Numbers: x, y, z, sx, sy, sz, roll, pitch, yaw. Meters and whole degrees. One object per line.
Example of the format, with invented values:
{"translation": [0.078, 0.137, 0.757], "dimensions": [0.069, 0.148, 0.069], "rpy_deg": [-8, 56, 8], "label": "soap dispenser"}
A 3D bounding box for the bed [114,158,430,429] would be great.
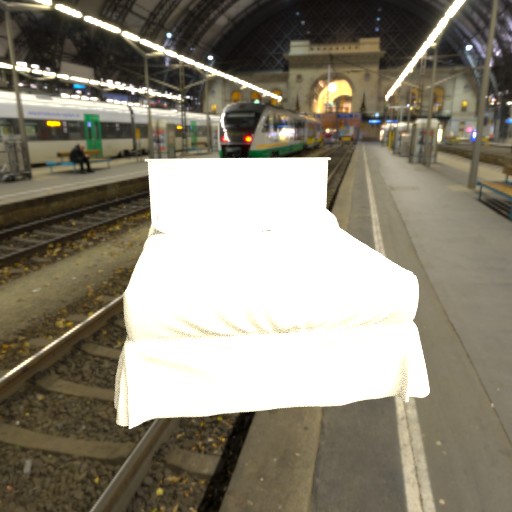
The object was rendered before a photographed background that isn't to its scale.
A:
{"translation": [0.000, 0.000, 3.194], "dimensions": [1.876, 1.269, 2.047], "rpy_deg": [-2, 16, -8], "label": "bed"}
